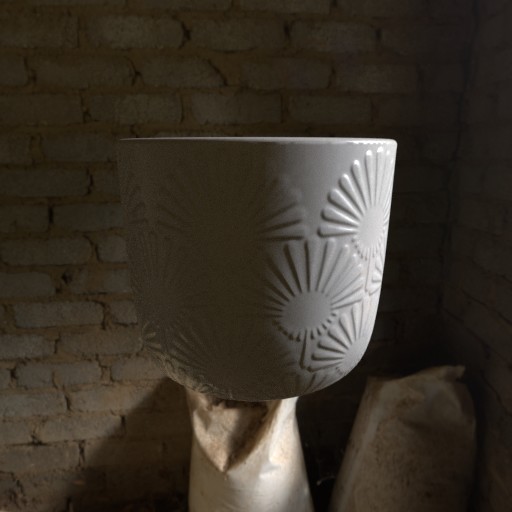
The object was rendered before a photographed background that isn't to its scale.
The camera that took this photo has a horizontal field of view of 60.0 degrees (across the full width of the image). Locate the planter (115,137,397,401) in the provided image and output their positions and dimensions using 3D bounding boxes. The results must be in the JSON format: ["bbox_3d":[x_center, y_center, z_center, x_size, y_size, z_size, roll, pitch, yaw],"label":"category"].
[{"bbox_3d":[0.000,0.000,0.216,0.124,0.109,0.124,0,14,0],"label":"planter"}]
